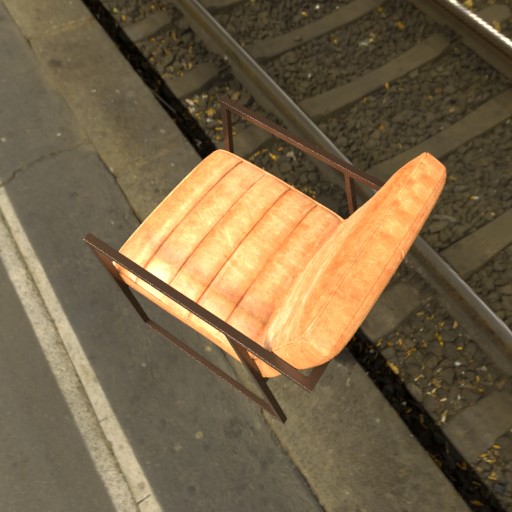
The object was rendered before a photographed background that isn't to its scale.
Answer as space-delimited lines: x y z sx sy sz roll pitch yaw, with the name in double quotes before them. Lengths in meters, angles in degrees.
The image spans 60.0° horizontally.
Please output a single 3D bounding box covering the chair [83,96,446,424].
"chair" 0.000 0.000 1.262 0.677 0.832 0.571 32 68 15
